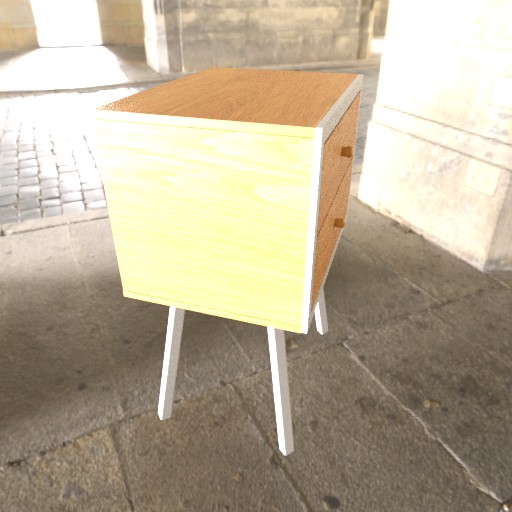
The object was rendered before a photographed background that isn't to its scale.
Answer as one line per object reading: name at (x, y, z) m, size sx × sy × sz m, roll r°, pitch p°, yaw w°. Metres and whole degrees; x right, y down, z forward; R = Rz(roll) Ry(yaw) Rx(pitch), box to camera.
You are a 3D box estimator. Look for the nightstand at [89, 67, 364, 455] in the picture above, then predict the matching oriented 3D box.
nightstand at (0.000, 0.000, 0.839) m, size 0.316 × 0.601 × 0.400 m, roll 9°, pitch 32°, yaw 16°
